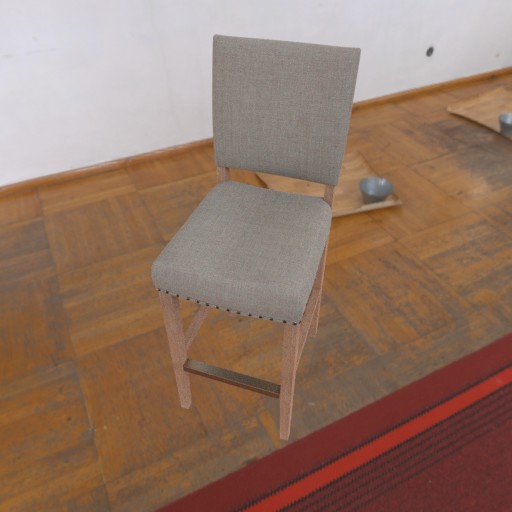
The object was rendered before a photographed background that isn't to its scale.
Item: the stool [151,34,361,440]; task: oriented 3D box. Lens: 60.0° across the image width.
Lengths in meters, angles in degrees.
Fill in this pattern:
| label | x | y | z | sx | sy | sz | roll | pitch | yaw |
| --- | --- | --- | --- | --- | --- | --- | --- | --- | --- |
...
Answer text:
| label | x | y | z | sx | sy | sz | roll | pitch | yaw |
| --- | --- | --- | --- | --- | --- | --- | --- | --- | --- |
| stool | 0.000 | 0.000 | 1.473 | 0.445 | 1.203 | 0.585 | 12 | 42 | 14 |
